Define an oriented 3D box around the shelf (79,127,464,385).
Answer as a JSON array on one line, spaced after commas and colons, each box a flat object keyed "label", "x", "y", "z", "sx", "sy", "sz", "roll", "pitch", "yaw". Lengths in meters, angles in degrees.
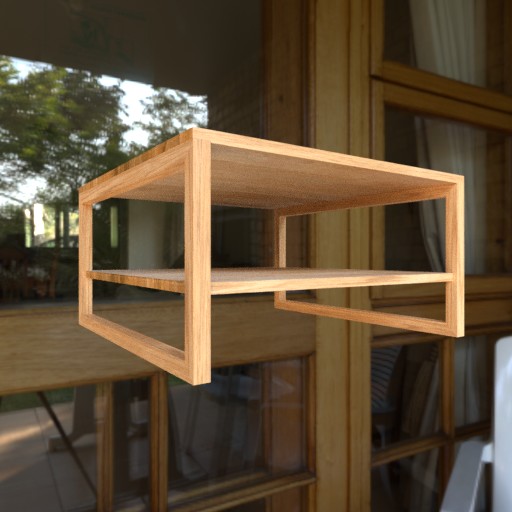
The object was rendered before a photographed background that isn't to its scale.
[{"label": "shelf", "x": 0.000, "y": 0.000, "z": 1.445, "sx": 0.899, "sy": 0.480, "sz": 0.899, "roll": 0, "pitch": 0, "yaw": -34}]
